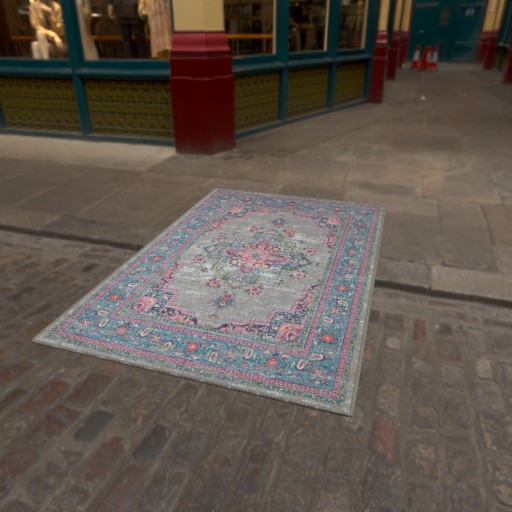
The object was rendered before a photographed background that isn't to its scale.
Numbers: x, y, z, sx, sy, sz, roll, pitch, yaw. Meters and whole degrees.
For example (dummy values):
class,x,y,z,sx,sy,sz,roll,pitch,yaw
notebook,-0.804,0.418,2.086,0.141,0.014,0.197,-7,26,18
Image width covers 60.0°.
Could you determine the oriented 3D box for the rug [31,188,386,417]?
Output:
class,x,y,z,sx,sy,sz,roll,pitch,yaw
rug,0.000,0.000,2.169,1.144,0.014,1.748,8,29,16
